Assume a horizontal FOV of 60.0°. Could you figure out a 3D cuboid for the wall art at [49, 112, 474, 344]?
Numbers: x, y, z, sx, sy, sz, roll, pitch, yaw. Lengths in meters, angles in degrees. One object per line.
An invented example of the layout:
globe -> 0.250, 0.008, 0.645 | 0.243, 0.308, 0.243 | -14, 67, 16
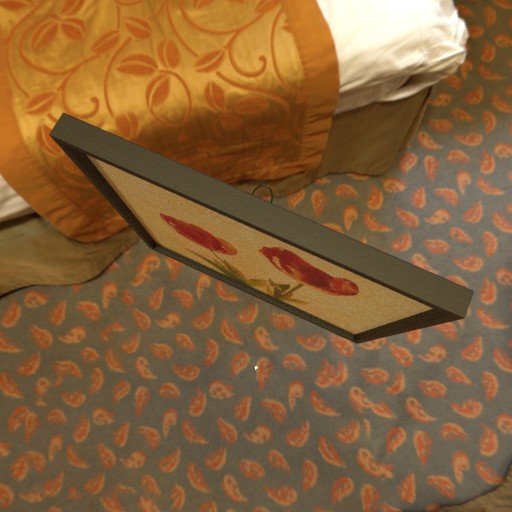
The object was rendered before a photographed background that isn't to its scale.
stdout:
wall art -> 0.000, 0.000, 0.511 | 0.349, 0.349, 0.038 | 24, 77, 6
